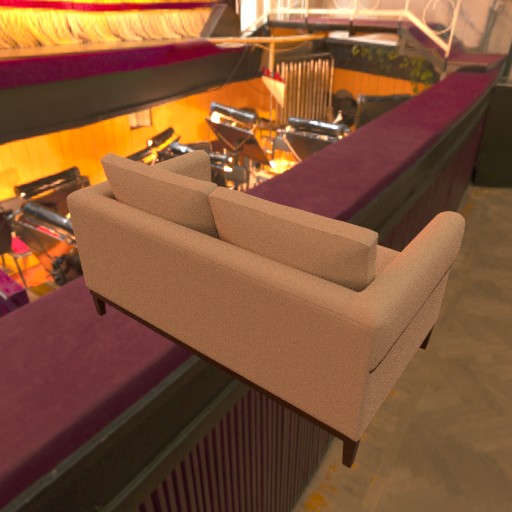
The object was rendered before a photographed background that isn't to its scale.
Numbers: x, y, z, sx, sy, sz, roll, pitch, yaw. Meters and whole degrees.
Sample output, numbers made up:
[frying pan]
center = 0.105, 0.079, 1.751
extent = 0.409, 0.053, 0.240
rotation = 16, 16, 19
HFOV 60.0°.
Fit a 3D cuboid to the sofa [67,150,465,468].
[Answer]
[sofa]
center = 0.000, 0.000, 2.097
extent = 1.598, 0.873, 0.905
rotation = 21, 36, 32
